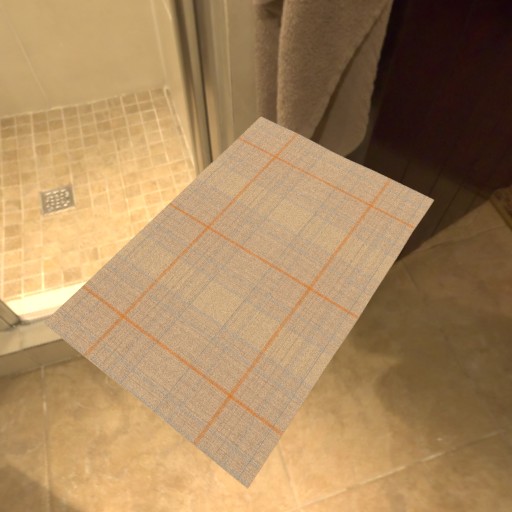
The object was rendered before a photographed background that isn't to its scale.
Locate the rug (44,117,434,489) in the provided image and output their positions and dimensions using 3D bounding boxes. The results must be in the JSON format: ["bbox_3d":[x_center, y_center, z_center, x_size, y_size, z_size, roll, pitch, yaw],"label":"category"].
[{"bbox_3d":[0.000,0.000,2.354,1.232,0.015,1.825,31,63,18],"label":"rug"}]
